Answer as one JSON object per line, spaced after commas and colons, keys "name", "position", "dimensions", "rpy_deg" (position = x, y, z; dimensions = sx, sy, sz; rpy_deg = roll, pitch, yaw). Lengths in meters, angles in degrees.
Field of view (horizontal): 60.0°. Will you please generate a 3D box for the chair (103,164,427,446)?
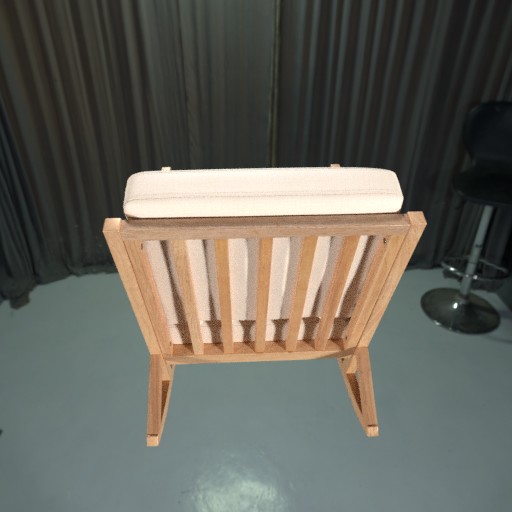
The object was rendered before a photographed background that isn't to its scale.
{"name": "chair", "position": [0.000, 0.000, 1.376], "dimensions": [0.622, 0.790, 0.857], "rpy_deg": [-2, 31, -3]}
